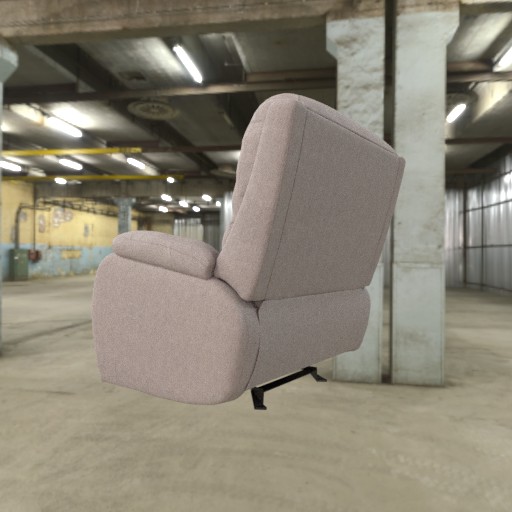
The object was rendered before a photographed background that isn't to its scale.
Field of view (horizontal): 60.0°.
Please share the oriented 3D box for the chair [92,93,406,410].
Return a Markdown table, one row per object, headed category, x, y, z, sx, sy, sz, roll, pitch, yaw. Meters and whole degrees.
| category | x | y | z | sx | sy | sz | roll | pitch | yaw |
| --- | --- | --- | --- | --- | --- | --- | --- | --- | --- |
| chair | 0.000 | 0.000 | 1.741 | 0.899 | 1.011 | 0.930 | 0 | 0 | 37 |
